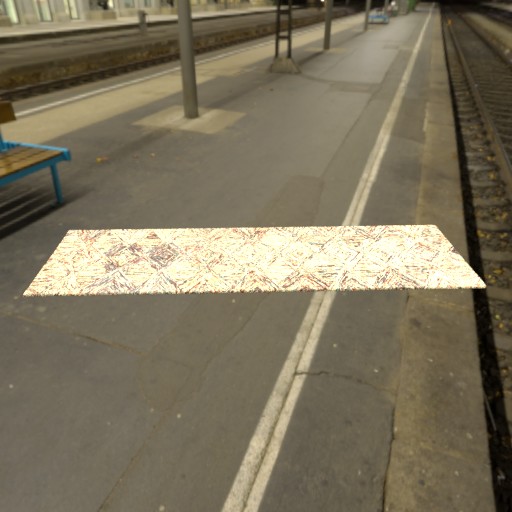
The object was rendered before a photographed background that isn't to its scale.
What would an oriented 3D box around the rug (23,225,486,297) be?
[{"bbox_3d":[0.000,0.000,2.477,2.292,0.015,0.688,-1,31,-2],"label":"rug"}]
